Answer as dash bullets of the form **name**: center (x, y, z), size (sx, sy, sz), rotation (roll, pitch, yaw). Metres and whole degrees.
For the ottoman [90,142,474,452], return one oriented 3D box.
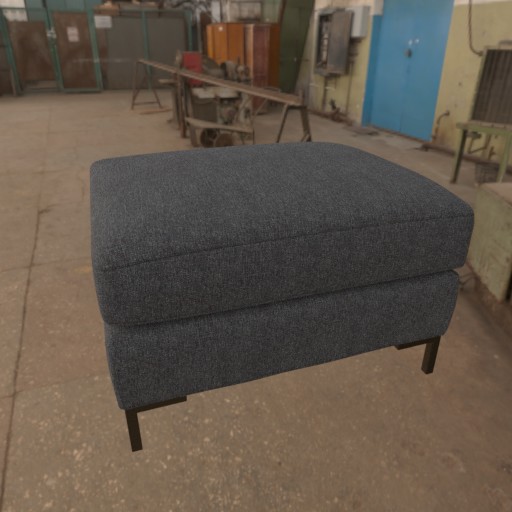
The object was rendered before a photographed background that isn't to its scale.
- **ottoman**: center (0.000, 0.000, 1.242), size (0.831, 0.533, 0.695), rotation (-9, 28, -17)
